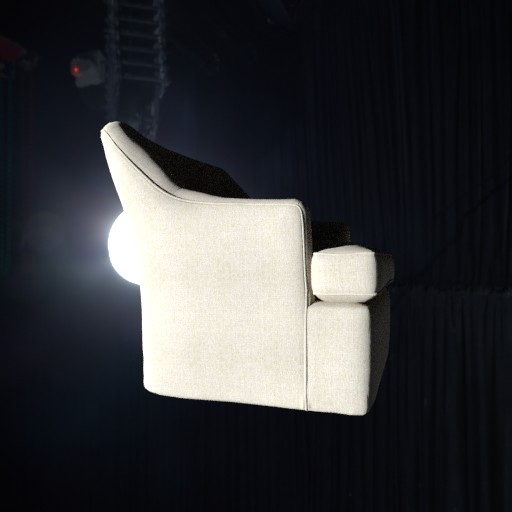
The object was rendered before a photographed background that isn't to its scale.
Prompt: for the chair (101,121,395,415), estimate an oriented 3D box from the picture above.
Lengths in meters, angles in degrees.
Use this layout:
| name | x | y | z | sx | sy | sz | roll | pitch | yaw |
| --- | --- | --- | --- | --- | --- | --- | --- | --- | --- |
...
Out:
| name | x | y | z | sx | sy | sz | roll | pitch | yaw |
| --- | --- | --- | --- | --- | --- | --- | --- | --- | --- |
| chair | 0.000 | 0.000 | 1.588 | 0.923 | 0.856 | 0.864 | 0 | 0 | 20 |
